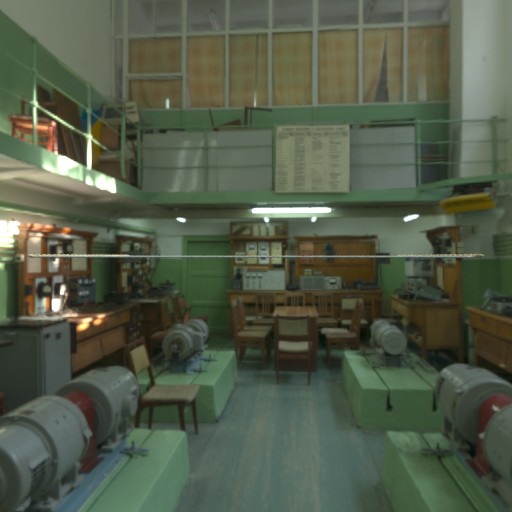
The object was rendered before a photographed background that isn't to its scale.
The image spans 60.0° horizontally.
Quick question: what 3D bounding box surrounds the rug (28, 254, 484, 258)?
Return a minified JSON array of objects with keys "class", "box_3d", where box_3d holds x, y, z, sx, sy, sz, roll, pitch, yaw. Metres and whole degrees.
[{"class":"rug","box_3d":[0.000,0.000,3.095,2.433,0.022,1.556,0,0,3]}]
